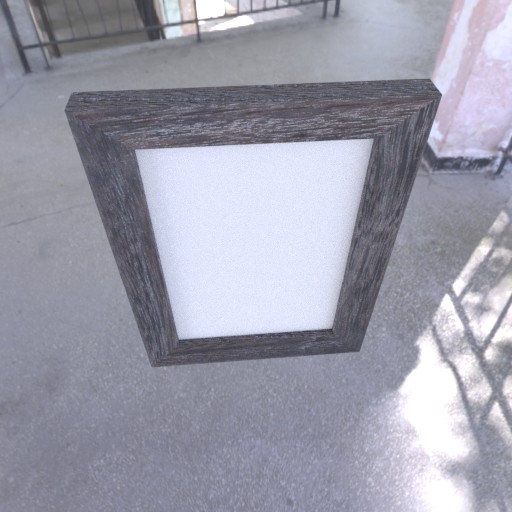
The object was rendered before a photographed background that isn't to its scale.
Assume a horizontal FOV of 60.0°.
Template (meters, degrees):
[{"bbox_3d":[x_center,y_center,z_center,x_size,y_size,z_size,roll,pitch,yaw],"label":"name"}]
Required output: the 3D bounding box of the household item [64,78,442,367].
[{"bbox_3d":[0.000,0.000,0.270,0.160,0.210,0.020,-4,47,-3],"label":"household item"}]
